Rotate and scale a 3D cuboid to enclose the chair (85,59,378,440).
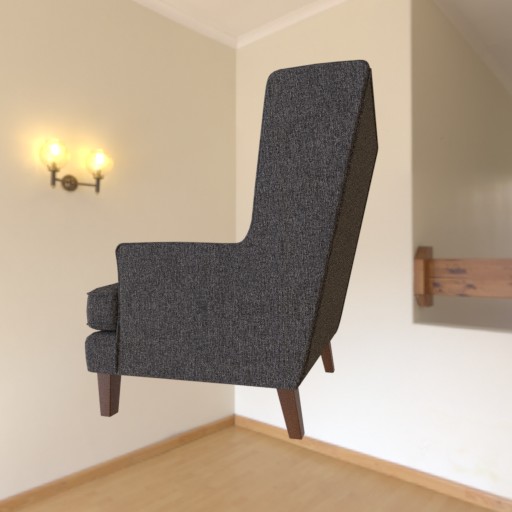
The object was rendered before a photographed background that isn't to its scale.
[{"bbox_3d":[0.000,0.000,1.773,0.927,1.082,0.942,0,0,17],"label":"chair"}]
